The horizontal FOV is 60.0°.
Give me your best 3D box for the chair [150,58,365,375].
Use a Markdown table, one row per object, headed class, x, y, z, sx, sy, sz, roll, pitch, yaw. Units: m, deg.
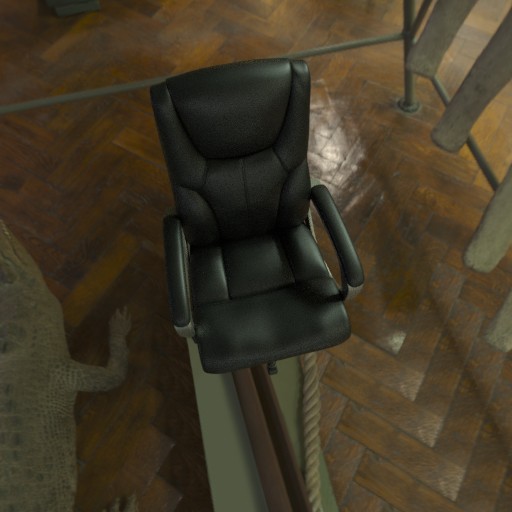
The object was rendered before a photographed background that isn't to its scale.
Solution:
| class | x | y | z | sx | sy | sz | roll | pitch | yaw |
| --- | --- | --- | --- | --- | --- | --- | --- | --- | --- |
| chair | 0.000 | 0.000 | 1.639 | 0.663 | 1.155 | 0.739 | -12 | 65 | -6 |
